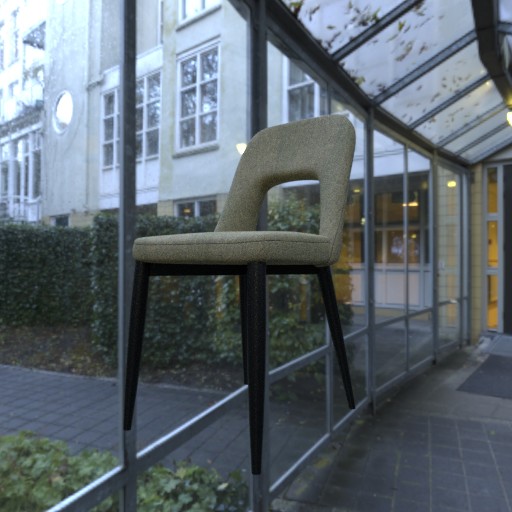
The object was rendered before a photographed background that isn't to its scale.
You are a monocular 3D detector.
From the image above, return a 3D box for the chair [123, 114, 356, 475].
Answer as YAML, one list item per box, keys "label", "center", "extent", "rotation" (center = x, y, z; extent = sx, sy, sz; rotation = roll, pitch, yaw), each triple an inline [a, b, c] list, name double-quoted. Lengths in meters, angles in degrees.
- label: "chair"
  center: [0.000, 0.000, 1.290]
  extent: [0.470, 0.931, 0.612]
  rotation: [0, 0, 35]
